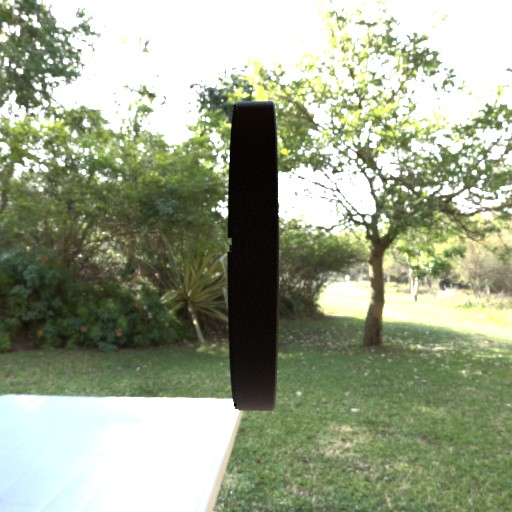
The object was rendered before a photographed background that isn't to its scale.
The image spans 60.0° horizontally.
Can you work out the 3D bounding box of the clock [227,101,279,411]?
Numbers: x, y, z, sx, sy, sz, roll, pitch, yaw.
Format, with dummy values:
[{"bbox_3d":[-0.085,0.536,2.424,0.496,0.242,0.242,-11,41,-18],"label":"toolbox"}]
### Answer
[{"bbox_3d":[0.000,0.000,0.444,0.040,0.293,0.293,0,-1,0],"label":"clock"}]
